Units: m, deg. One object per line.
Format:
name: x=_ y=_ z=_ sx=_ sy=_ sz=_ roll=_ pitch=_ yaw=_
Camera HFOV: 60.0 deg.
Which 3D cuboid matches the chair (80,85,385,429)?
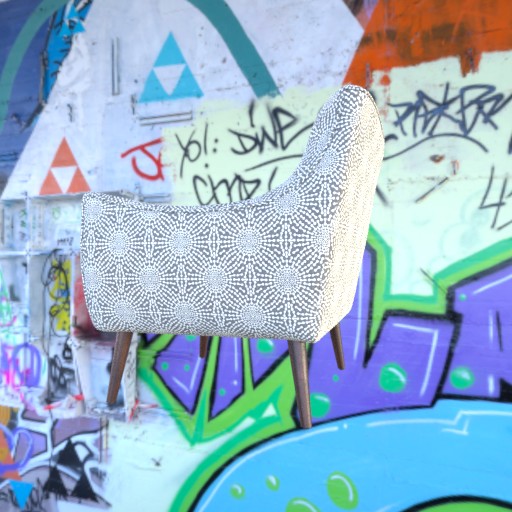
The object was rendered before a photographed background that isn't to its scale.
chair: x=0.000 y=0.000 z=1.432 sx=0.787 sy=0.838 sz=0.762 roll=0 pitch=0 yaw=19
